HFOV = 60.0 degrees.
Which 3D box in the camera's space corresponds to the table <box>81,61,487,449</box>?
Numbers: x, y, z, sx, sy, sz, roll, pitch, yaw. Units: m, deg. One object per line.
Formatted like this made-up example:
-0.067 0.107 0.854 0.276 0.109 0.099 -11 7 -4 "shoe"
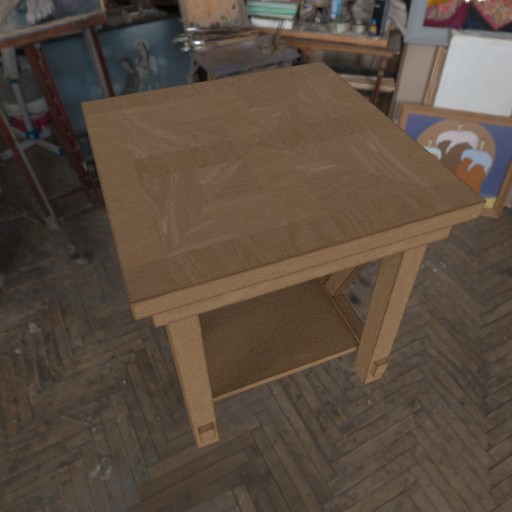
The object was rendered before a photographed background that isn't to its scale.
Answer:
0.000 0.000 1.109 0.610 0.638 0.612 -16 48 -15 "table"
